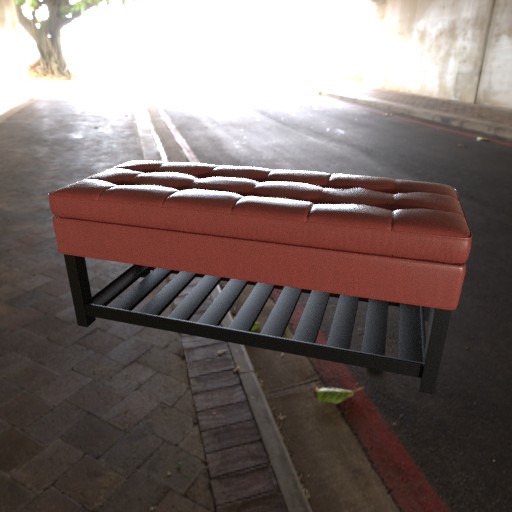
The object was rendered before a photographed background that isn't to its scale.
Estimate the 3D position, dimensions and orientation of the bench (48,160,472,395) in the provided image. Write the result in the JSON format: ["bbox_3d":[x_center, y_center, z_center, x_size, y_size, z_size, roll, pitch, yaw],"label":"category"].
[{"bbox_3d":[0.000,0.000,1.357,1.105,0.460,0.432,7,26,15],"label":"bench"}]
